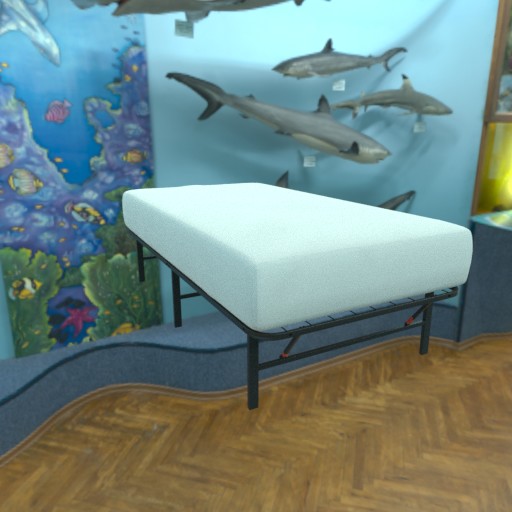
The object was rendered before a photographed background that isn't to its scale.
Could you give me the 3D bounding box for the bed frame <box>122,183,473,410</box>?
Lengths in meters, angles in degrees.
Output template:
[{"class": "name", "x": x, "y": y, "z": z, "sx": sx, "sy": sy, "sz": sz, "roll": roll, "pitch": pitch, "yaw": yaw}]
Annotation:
[{"class": "bed frame", "x": 0.000, "y": 0.000, "z": 2.426, "sx": 1.025, "sy": 0.640, "sz": 1.908, "roll": -8, "pitch": 18, "yaw": -27}]
